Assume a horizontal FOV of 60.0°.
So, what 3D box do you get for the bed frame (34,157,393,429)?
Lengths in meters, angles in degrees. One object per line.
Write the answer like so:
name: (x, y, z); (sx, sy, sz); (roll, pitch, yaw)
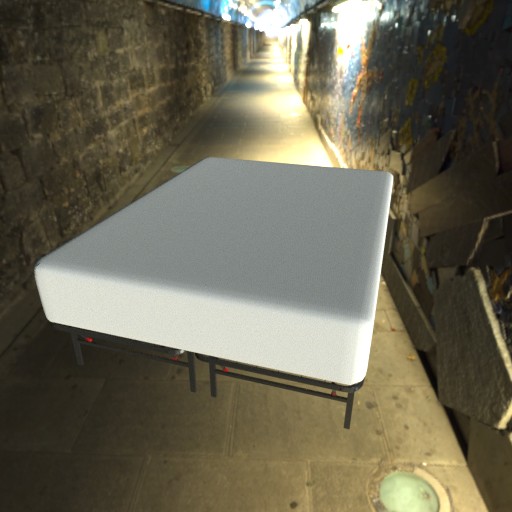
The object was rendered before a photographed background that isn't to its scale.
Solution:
bed frame: (0.000, 0.000, 2.796); (1.528, 0.677, 2.037); (8, 28, 16)
